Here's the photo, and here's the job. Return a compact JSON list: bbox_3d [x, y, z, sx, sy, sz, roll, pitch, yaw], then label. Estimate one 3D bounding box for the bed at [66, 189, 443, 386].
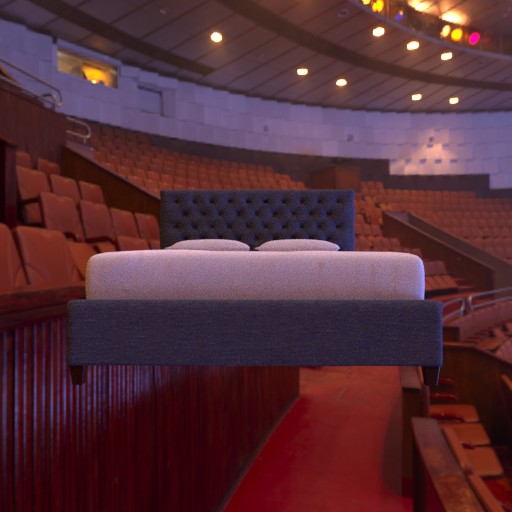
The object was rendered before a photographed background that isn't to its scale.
[{"bbox_3d":[0.000,0.000,3.580,2.078,1.427,2.387,0,0,1],"label":"bed"}]
